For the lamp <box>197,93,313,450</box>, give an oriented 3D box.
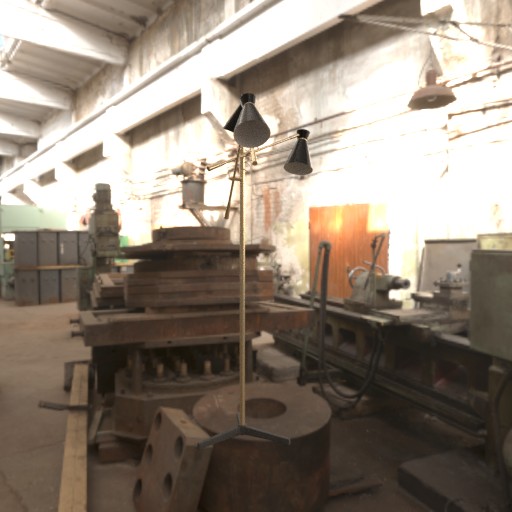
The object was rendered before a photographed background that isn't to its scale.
[{"bbox_3d":[0.000,0.000,2.240,0.653,1.804,0.750,-1,1,-37],"label":"lamp"}]
